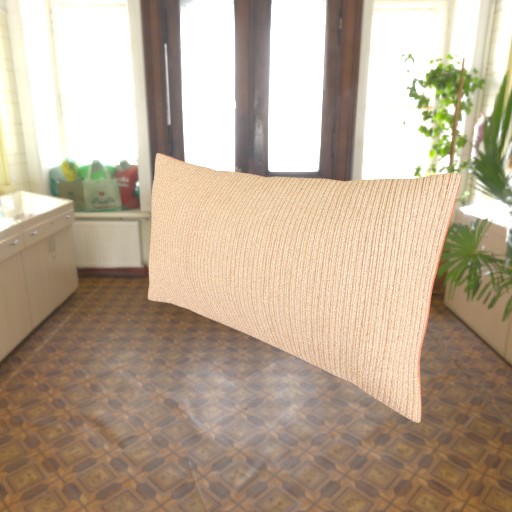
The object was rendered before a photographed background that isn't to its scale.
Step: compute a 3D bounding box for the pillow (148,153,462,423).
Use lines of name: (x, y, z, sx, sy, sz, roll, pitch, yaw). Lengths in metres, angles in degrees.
pillow: (0.000, 0.000, 0.729, 0.608, 0.307, 0.155, 15, 22, 42)
